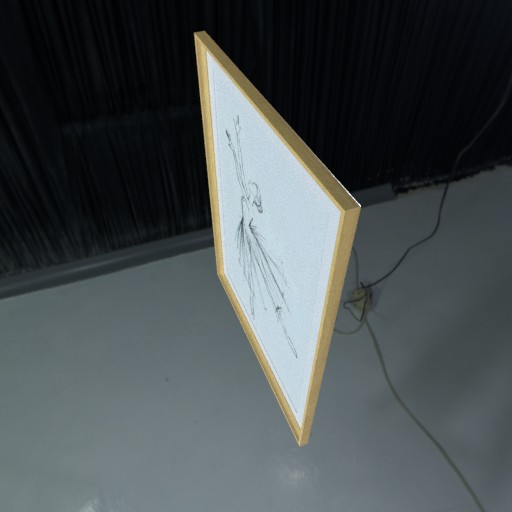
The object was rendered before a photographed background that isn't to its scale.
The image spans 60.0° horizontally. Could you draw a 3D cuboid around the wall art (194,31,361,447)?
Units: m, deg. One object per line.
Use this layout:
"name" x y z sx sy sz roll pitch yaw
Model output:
"wall art" 0.000 0.000 1.321 0.030 1.002 0.798 -17 49 -15
